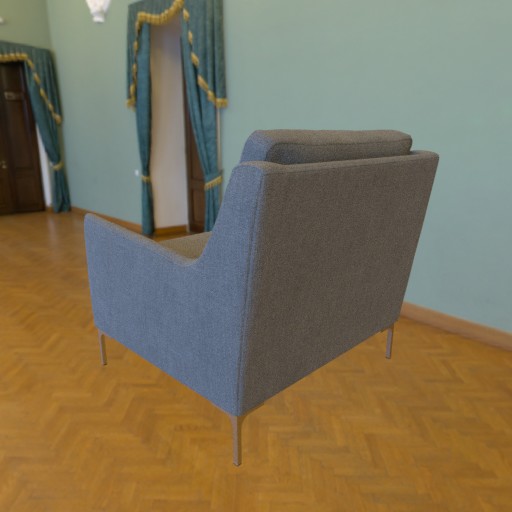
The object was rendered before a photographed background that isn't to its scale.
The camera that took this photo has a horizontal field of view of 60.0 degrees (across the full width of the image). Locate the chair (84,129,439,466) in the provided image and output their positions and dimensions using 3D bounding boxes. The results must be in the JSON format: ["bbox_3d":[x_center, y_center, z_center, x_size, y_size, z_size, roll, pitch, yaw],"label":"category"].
[{"bbox_3d":[0.000,0.000,1.508,0.849,0.828,0.847,15,22,43],"label":"chair"}]
